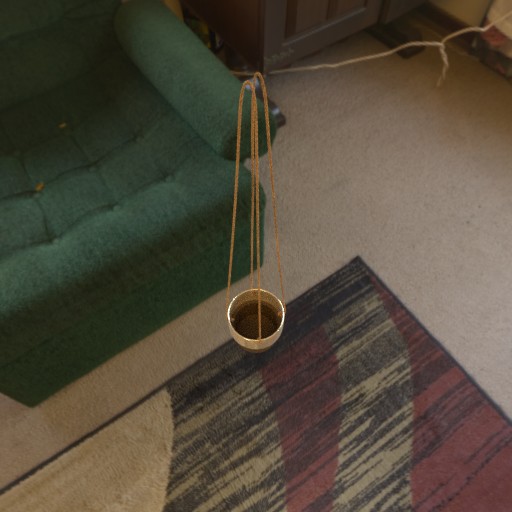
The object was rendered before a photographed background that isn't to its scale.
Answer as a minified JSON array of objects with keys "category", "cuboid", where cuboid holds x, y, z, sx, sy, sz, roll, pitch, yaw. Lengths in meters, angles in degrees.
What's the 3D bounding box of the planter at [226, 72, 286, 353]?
[{"category":"planter","cuboid":[0.000,0.000,1.136,0.187,1.073,0.187,33,64,18]}]
